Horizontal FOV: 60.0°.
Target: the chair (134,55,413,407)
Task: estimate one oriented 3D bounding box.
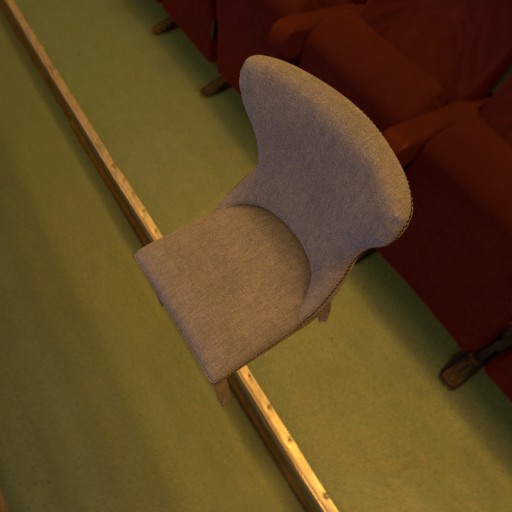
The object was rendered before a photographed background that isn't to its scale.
[{"bbox_3d":[0.000,0.000,1.484,0.681,1.002,0.654,-30,66,-15],"label":"chair"}]
